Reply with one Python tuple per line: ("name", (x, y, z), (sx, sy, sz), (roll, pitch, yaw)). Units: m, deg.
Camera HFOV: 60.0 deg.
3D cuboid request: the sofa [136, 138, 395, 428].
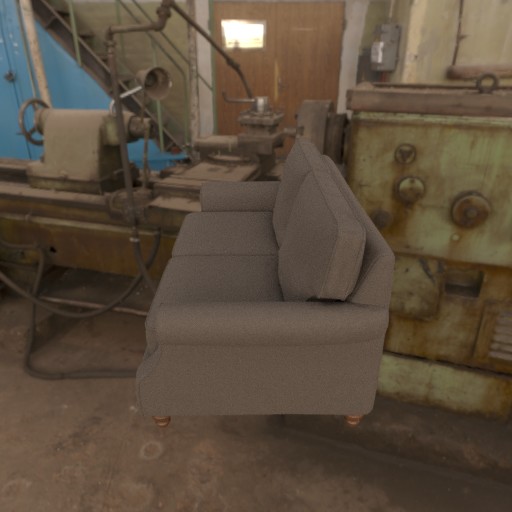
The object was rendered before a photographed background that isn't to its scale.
("sofa", (0.000, 0.000, 2.300), (0.964, 0.937, 1.665), (0, 26, 0))
